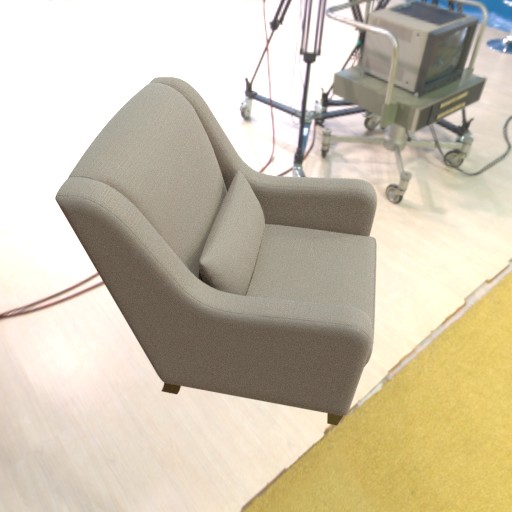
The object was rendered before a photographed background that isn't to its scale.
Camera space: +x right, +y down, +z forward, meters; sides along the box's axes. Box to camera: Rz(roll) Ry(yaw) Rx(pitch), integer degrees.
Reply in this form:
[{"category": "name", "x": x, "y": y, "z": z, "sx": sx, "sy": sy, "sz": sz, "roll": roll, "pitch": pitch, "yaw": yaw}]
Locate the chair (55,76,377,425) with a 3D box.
[{"category": "chair", "x": 0.000, "y": 0.000, "z": 1.614, "sx": 0.896, "sy": 1.017, "sz": 0.715, "roll": 9, "pitch": 46, "yaw": 8}]
